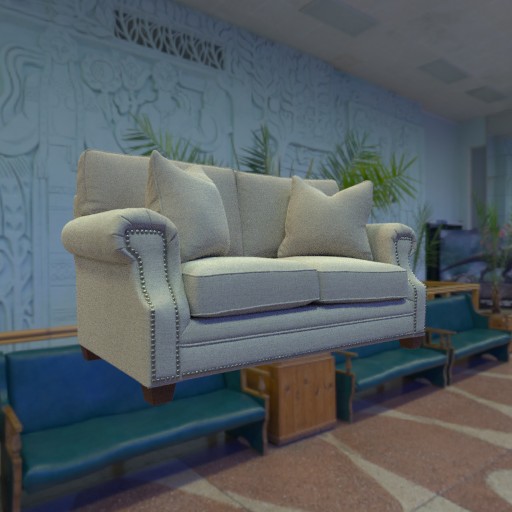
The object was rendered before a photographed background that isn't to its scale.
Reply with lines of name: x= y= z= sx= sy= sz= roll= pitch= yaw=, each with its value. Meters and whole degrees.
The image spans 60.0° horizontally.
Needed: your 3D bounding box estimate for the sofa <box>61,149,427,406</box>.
sofa: x=0.000 y=0.000 z=2.243 sx=1.701 sy=0.966 sz=0.966 roll=0 pitch=1 yaw=-36
